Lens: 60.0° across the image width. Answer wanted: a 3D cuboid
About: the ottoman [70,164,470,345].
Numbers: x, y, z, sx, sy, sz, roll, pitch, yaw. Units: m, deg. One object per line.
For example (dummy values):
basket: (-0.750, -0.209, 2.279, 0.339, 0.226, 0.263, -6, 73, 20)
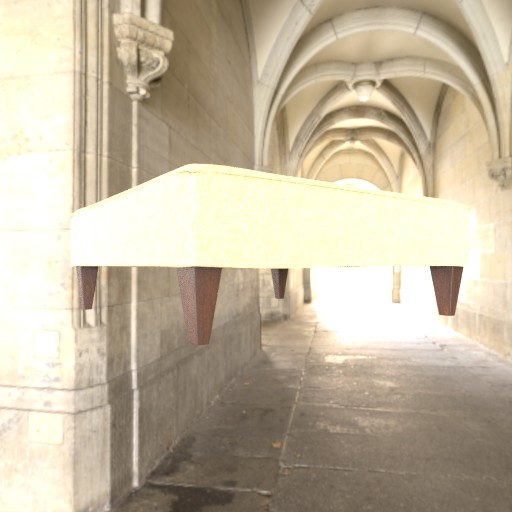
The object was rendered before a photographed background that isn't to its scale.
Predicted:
ottoman: (0.000, 0.000, 1.490, 0.981, 0.378, 0.970, 1, -1, -35)
